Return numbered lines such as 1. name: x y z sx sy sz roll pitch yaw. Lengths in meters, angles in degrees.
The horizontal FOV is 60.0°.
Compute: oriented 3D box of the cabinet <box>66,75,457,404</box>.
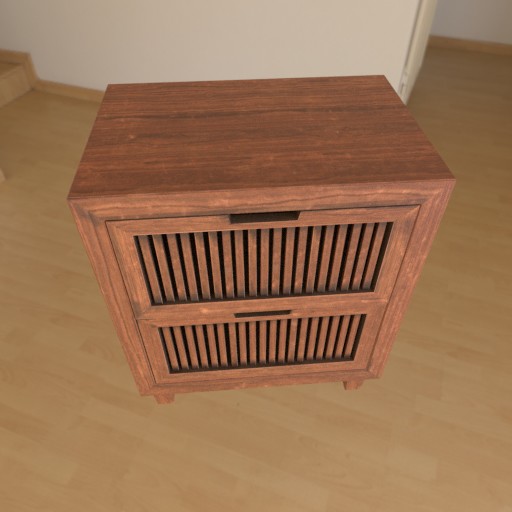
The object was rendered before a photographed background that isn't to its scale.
1. cabinet: 0.000 0.000 1.072 0.607 0.695 0.410 -3 45 -3
